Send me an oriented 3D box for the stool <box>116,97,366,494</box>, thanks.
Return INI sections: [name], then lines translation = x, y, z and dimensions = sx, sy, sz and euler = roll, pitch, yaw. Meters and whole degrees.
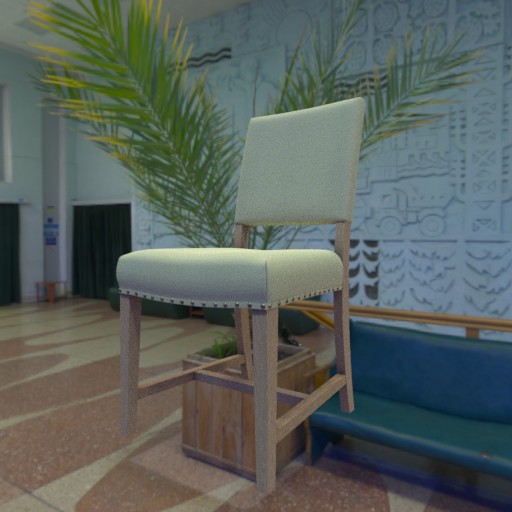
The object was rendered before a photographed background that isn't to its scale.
[stool]
translation = 0.000, 0.000, 1.313
dimensions = 0.508, 0.986, 0.623
euler = 2, 3, 36
